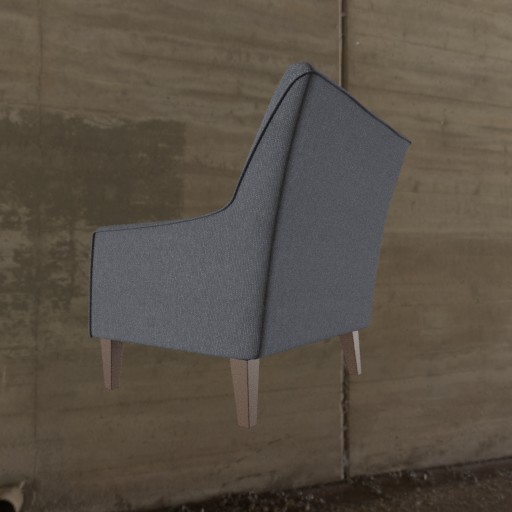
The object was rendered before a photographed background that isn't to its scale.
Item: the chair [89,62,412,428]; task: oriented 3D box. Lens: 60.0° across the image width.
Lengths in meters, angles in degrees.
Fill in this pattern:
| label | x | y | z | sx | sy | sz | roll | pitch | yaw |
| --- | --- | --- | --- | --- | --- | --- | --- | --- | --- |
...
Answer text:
| label | x | y | z | sx | sy | sz | roll | pitch | yaw |
| --- | --- | --- | --- | --- | --- | --- | --- | --- | --- |
| chair | 0.000 | 0.000 | 1.602 | 0.899 | 0.919 | 0.780 | -1 | -2 | 36 |
